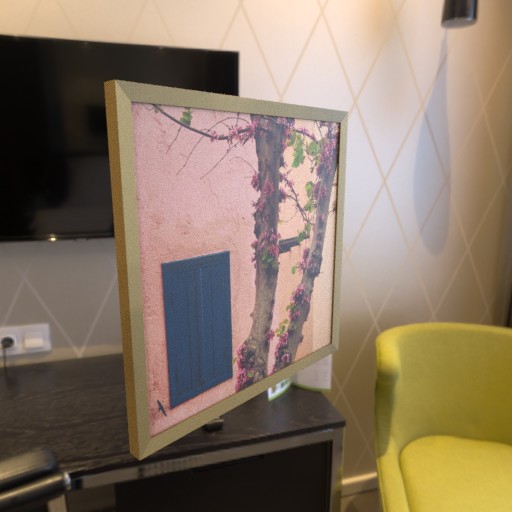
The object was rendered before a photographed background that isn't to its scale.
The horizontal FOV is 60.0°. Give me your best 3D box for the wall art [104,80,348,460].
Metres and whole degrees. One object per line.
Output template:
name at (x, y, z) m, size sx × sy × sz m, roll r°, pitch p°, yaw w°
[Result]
wall art at (0.000, 0.000, 1.143) m, size 0.038 × 0.762 × 0.762 m, roll 12°, pitch 17°, yaw 42°
